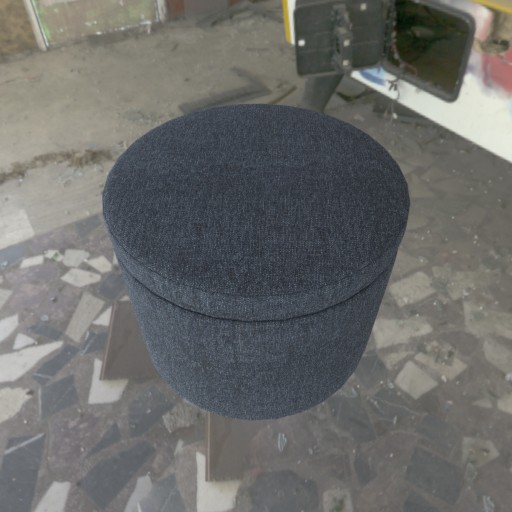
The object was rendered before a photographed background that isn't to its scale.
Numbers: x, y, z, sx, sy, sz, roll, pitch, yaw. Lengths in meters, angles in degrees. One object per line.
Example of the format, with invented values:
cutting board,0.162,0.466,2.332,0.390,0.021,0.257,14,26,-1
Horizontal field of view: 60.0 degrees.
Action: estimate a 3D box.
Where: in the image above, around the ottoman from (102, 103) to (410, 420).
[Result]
ottoman,0.000,0.000,0.867,0.500,0.419,0.500,0,47,0
